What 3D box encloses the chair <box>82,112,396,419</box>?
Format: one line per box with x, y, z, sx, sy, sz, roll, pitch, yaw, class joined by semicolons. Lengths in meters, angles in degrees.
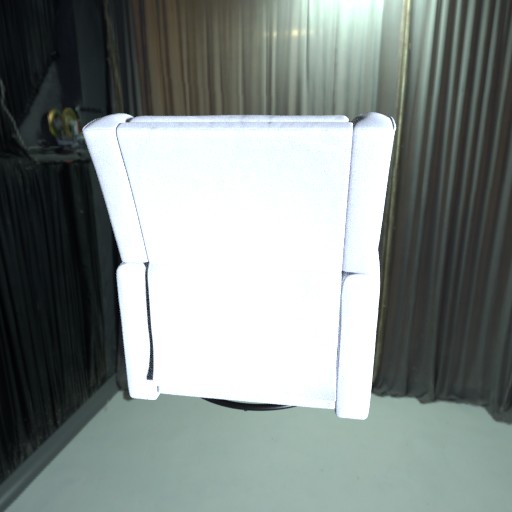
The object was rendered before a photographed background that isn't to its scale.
0.000;0.000;1.599;0.906;0.967;0.854;2;16;8;chair
